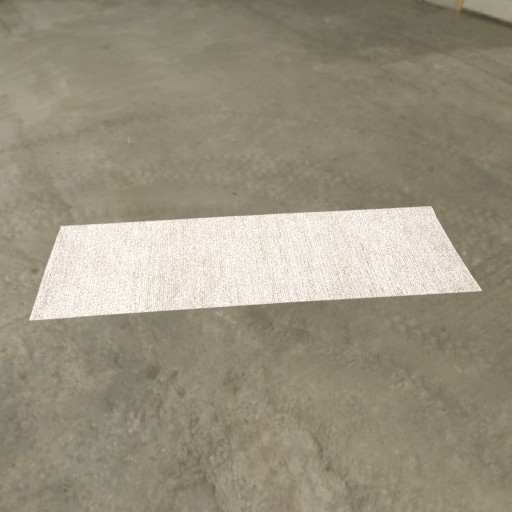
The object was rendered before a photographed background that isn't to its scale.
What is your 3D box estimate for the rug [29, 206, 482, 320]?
[{"bbox_3d":[0.000,0.000,2.530,2.346,0.013,0.712,-3,46,-3],"label":"rug"}]
